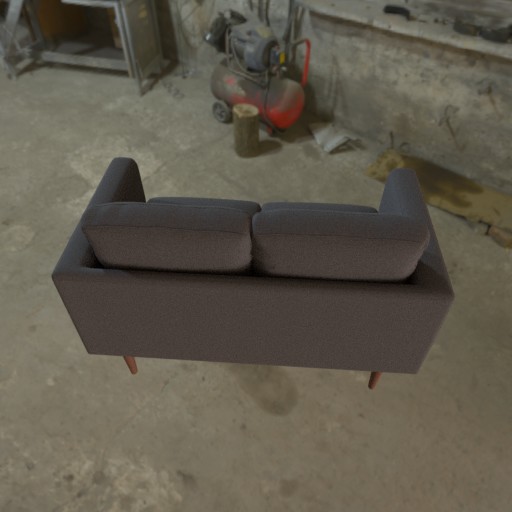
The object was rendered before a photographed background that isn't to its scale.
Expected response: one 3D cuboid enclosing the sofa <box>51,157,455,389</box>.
[{"bbox_3d":[0.000,0.000,1.981,1.430,0.908,0.796,3,45,3],"label":"sofa"}]
